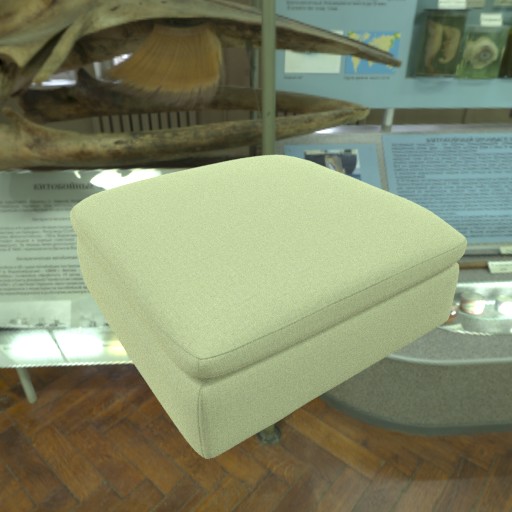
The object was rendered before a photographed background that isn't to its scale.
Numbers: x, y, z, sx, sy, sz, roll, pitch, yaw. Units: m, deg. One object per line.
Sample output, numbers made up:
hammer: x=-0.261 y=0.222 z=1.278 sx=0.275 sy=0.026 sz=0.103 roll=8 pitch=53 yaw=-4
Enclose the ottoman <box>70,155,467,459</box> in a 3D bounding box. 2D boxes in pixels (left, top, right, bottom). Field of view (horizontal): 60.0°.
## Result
ottoman: x=0.000 y=0.000 z=1.517 sx=0.996 sy=0.467 sz=0.977 roll=-19 pitch=35 yaw=-30
